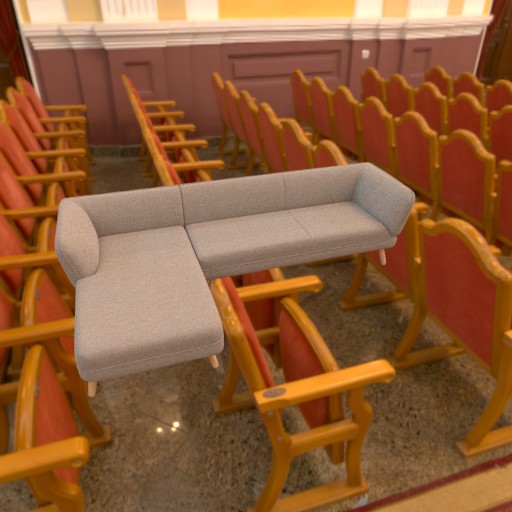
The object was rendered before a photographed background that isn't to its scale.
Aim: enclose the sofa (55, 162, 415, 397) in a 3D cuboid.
[{"bbox_3d":[0.000,0.000,3.256,2.653,0.693,1.532,-10,33,-15],"label":"sofa"}]
